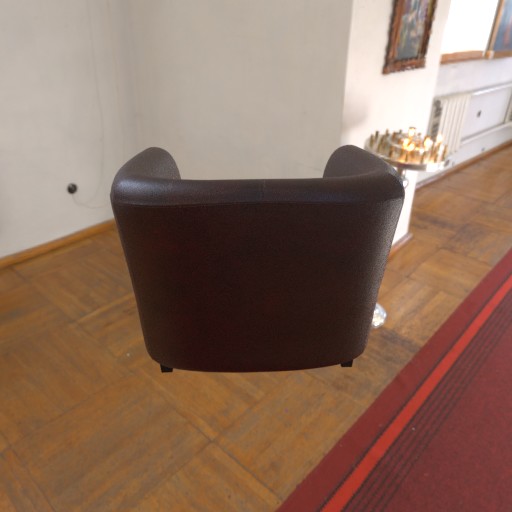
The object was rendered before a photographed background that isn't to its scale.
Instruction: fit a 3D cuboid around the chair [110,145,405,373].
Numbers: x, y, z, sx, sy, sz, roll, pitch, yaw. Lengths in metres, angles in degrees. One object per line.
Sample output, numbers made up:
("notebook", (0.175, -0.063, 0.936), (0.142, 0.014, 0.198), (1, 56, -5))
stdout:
("chair", (0.000, 0.000, 1.426), (0.792, 0.756, 0.727), (-1, 30, -2))
